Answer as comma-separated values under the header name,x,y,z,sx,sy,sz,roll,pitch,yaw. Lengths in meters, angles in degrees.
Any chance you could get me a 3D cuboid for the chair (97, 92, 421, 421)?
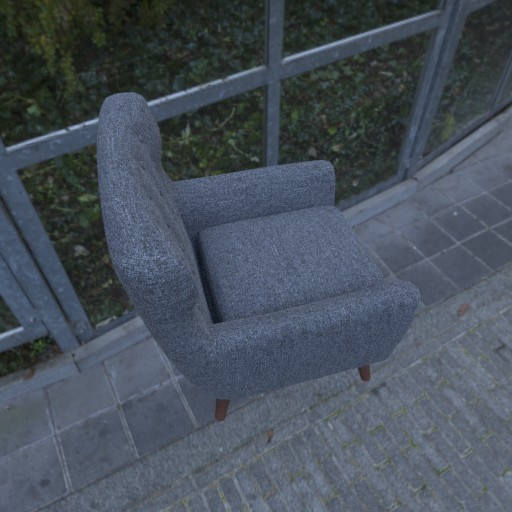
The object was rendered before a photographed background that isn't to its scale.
name,x,y,z,sx,sy,sz,roll,pitch,yaw
chair,0.000,0.000,1.694,0.940,1.039,0.889,-12,47,-11
